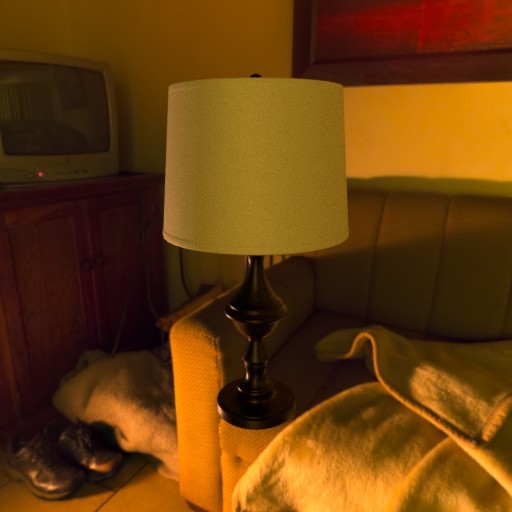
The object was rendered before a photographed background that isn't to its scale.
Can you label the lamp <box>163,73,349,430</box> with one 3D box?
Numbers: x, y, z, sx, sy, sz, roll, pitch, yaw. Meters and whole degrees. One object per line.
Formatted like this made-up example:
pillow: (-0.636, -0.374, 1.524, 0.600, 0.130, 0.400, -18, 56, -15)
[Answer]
lamp: (0.000, 0.000, 0.947, 0.383, 0.726, 0.383, 0, 15, 0)
